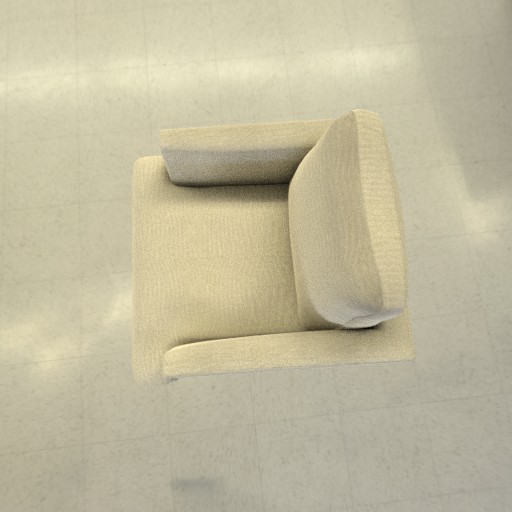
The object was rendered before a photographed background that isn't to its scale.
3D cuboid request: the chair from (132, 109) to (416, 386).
[{"bbox_3d":[0.000,0.000,1.602,0.899,0.957,0.858,-4,76,-1],"label":"chair"}]
